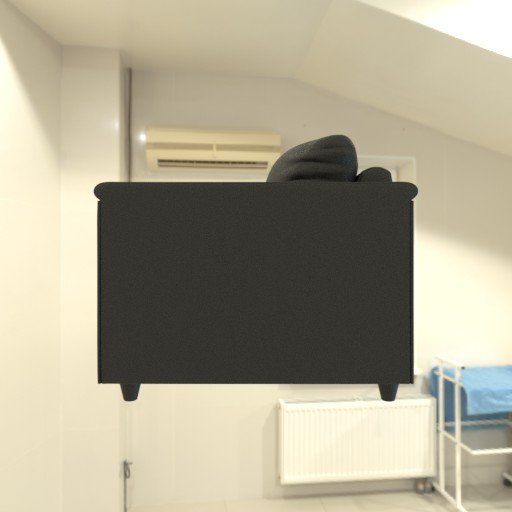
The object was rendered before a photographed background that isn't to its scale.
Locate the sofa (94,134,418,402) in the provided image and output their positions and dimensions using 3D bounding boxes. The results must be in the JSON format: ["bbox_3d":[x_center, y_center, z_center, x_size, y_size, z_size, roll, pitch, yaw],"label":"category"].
[{"bbox_3d":[0.000,0.000,1.890,0.887,0.845,1.386,0,0,0],"label":"sofa"}]
